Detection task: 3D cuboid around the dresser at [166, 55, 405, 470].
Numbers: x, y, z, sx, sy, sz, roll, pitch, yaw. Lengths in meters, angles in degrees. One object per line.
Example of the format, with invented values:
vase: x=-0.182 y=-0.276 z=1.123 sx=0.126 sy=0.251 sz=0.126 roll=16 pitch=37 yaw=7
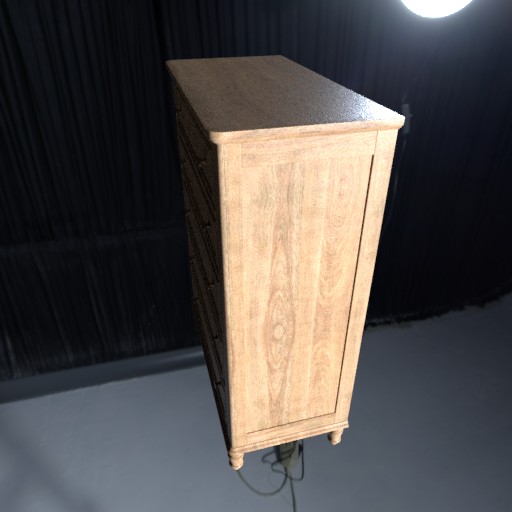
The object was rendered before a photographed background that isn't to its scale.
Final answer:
dresser: x=0.000 y=0.000 z=1.768 sx=0.484 sy=1.318 sz=0.973 roll=-8 pitch=34 yaw=-13
